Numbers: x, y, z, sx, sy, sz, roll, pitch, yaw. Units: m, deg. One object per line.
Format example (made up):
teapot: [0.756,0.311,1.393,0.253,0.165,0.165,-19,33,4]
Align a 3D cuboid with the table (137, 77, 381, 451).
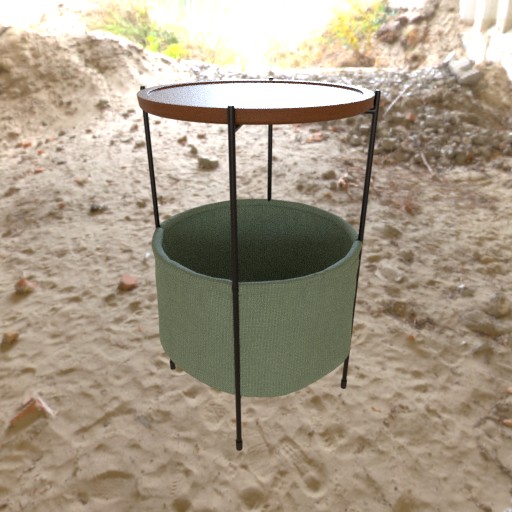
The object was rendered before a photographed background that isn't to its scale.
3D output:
table: [0.000,0.000,0.875,0.400,0.623,0.400,-18,32,-32]
